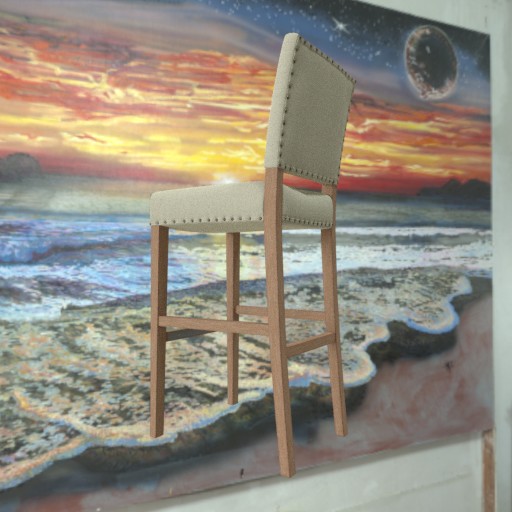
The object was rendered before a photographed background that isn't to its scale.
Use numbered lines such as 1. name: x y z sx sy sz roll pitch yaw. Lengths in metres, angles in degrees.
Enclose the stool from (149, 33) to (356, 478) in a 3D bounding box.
1. stool: 0.000 0.000 1.421 0.546 1.143 0.428 0 0 36
